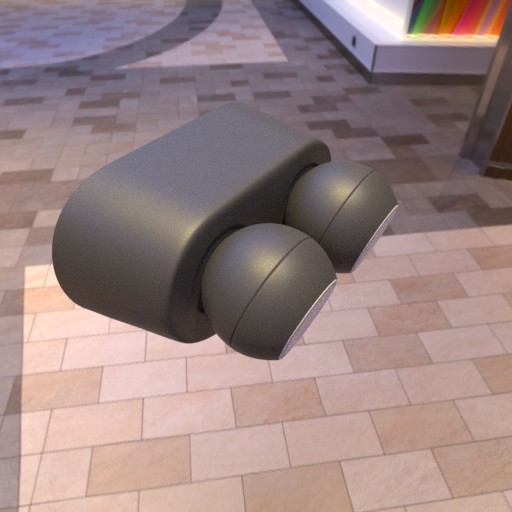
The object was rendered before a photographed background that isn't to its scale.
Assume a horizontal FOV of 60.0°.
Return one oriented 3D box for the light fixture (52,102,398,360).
[{"bbox_3d":[0.000,0.000,0.337,0.159,0.159,0.229,25,47,26],"label":"light fixture"}]
